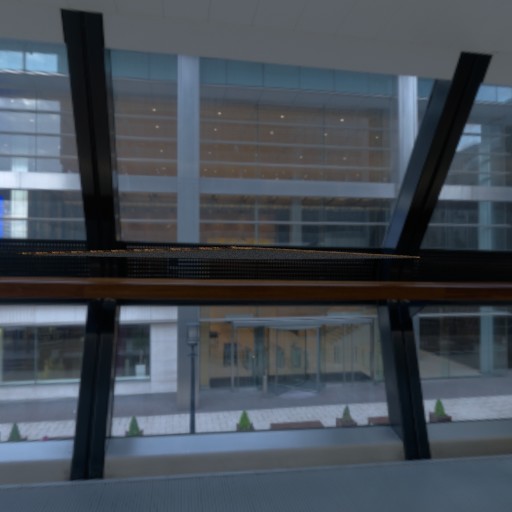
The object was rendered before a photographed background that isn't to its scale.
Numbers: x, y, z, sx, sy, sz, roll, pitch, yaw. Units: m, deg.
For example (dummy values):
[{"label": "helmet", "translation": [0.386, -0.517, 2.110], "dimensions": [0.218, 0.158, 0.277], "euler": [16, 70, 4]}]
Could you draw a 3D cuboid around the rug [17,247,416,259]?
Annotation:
[{"label": "rug", "translation": [0.000, 0.000, 2.990], "dimensions": [1.516, 0.010, 2.434], "euler": [-1, -1, 35]}]
